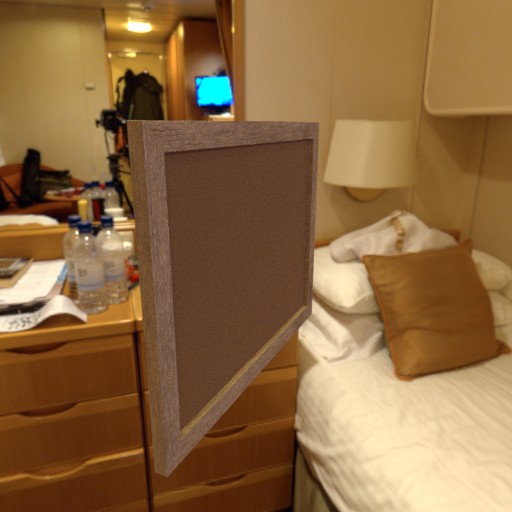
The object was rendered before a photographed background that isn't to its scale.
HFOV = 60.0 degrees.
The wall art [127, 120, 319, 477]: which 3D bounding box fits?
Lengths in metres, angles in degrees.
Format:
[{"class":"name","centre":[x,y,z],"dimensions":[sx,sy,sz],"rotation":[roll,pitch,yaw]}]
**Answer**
[{"class":"wall art","centre":[0.000,0.000,0.920],"dimensions":[0.026,0.535,0.690],"rotation":[8,18,25]}]
